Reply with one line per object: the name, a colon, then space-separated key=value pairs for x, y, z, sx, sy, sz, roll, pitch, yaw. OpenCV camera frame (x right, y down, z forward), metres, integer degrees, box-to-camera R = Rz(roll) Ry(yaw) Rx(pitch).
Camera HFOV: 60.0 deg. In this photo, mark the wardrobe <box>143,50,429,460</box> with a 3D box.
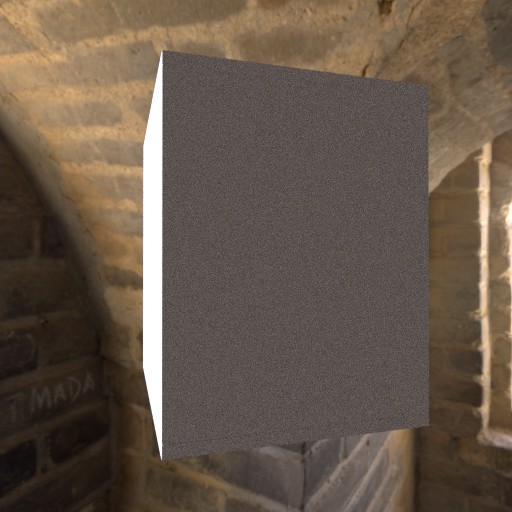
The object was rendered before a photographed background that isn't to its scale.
wardrobe: x=0.000 y=0.000 z=0.857 sx=0.400 sy=0.520 sz=0.500 roll=0 pitch=0 yaw=-17
